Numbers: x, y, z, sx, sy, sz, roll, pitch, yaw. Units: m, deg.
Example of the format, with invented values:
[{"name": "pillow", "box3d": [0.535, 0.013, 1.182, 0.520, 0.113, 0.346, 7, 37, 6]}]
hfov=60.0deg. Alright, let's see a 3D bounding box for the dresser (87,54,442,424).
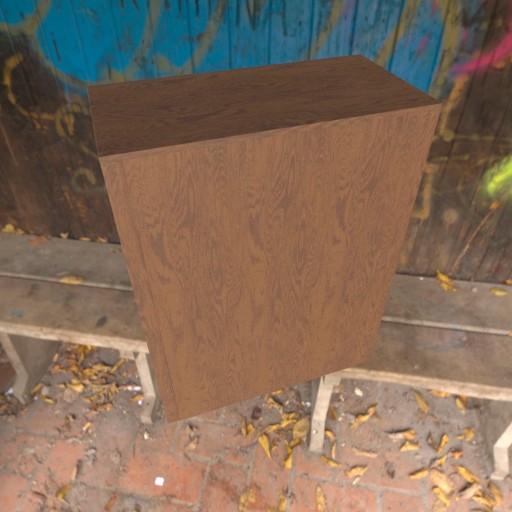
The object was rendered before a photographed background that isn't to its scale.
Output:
[{"name": "dresser", "box3d": [0.000, 0.000, 1.779, 0.964, 1.320, 0.516, -13, 43, -14]}]
